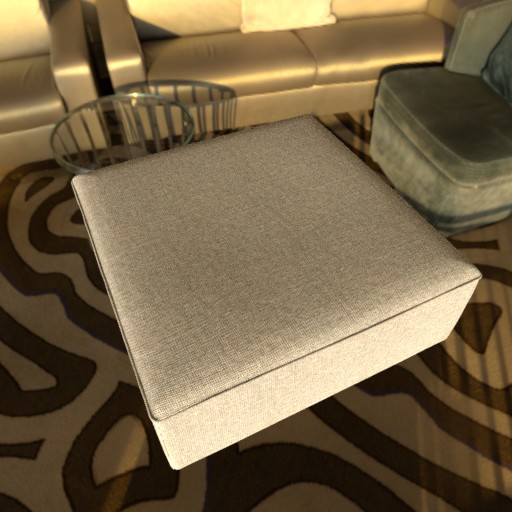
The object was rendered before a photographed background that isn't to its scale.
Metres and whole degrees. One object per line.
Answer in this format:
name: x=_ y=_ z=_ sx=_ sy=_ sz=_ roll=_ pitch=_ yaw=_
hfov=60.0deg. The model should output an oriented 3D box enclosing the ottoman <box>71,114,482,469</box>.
ottoman: x=0.000 y=0.000 z=1.564 sx=1.023 sy=0.423 sz=1.017 roll=-19 pitch=51 yaw=-17
